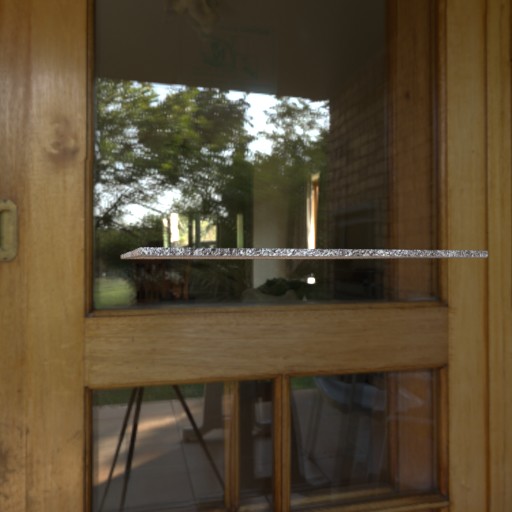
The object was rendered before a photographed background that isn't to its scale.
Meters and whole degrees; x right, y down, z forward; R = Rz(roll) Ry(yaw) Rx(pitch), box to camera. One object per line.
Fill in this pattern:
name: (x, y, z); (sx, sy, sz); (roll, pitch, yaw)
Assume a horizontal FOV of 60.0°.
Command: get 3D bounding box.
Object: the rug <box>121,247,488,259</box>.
rug: (0.000, 0.000, 2.131); (1.198, 0.025, 1.601); (0, -1, -19)
